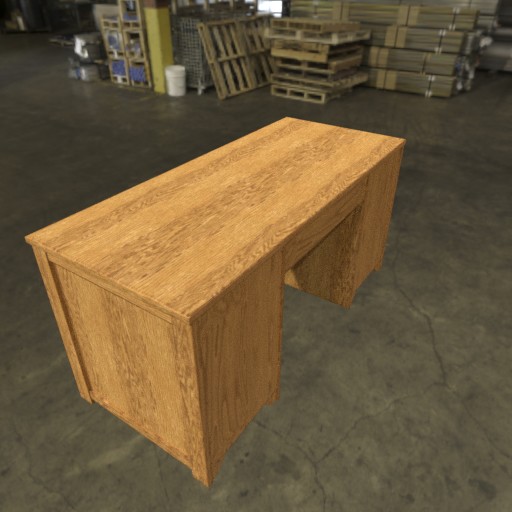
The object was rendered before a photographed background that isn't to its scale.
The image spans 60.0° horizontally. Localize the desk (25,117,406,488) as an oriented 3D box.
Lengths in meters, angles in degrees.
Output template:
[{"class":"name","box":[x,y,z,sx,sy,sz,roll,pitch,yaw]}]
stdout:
[{"class":"desk","box":[0.000,0.000,1.959,0.685,0.751,1.567,21,38,28]}]
